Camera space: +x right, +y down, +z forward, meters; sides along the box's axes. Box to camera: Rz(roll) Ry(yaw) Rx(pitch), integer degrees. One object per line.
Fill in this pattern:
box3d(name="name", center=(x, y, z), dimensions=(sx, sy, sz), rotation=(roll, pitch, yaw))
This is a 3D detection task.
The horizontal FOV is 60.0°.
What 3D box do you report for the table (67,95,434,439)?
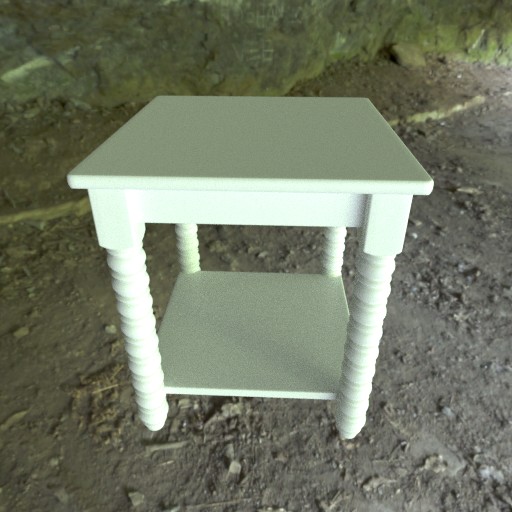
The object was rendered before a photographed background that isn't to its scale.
box3d(name="table", center=(0.000, 0.000, 0.967), dimensions=(0.500, 0.563, 0.533), rotation=(1, 31, 2))
